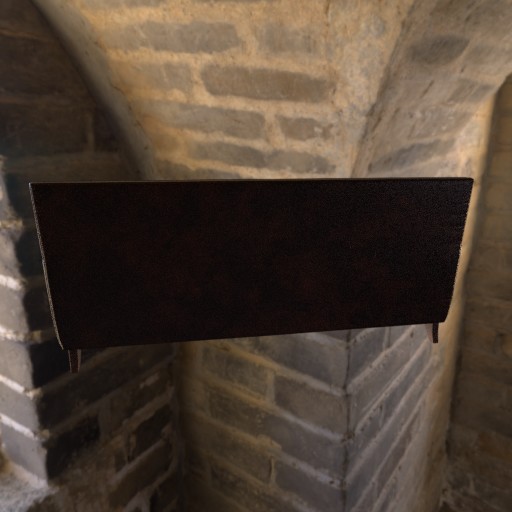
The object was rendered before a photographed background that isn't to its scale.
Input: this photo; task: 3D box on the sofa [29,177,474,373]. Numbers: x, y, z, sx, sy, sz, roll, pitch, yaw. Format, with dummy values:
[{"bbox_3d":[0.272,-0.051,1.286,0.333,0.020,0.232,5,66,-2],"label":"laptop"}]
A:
[{"bbox_3d":[0.000,0.000,2.417,1.995,0.871,0.786,-2,13,-10],"label":"sofa"}]
